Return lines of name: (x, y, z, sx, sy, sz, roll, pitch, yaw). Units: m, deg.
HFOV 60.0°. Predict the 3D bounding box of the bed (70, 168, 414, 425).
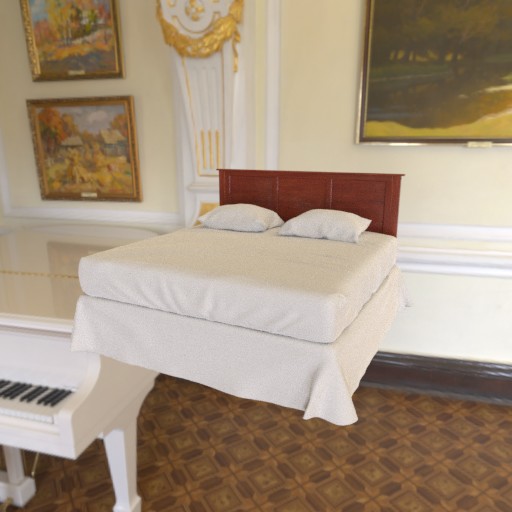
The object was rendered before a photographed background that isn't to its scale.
bed: (0.000, 0.000, 3.682, 2.314, 1.271, 2.219, 7, 16, 26)
